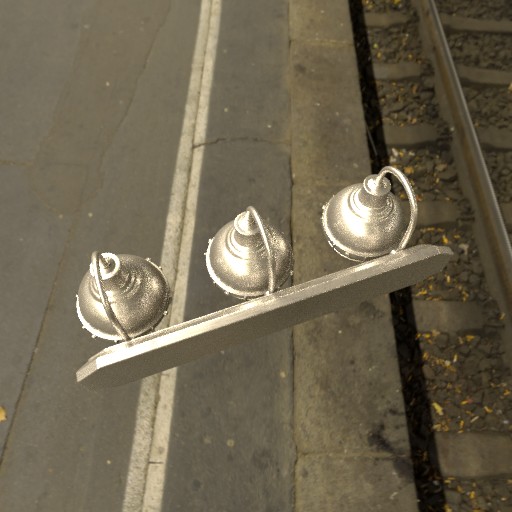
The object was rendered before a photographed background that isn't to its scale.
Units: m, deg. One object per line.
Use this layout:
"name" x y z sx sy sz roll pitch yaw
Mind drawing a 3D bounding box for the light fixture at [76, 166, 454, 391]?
"light fixture" 0.000 0.000 0.754 0.634 0.254 0.229 -17 61 -10
